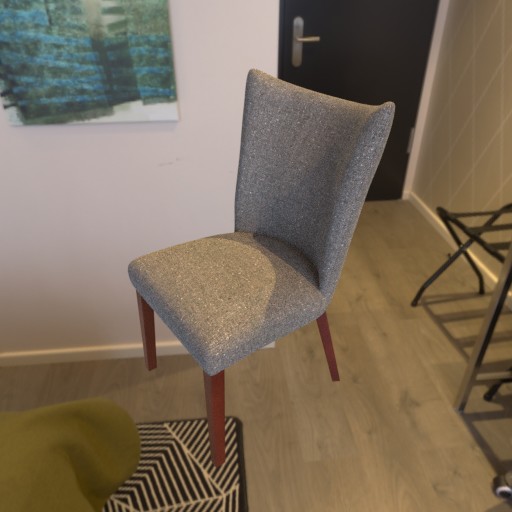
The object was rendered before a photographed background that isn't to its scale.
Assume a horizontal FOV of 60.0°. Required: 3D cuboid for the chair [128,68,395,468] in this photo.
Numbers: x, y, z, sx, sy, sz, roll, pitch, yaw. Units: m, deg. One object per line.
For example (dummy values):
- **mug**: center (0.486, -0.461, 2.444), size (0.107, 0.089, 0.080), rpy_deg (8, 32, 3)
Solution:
- **chair**: center (0.000, 0.000, 1.297), size (0.623, 0.924, 0.535), rpy_deg (-21, 38, -30)
